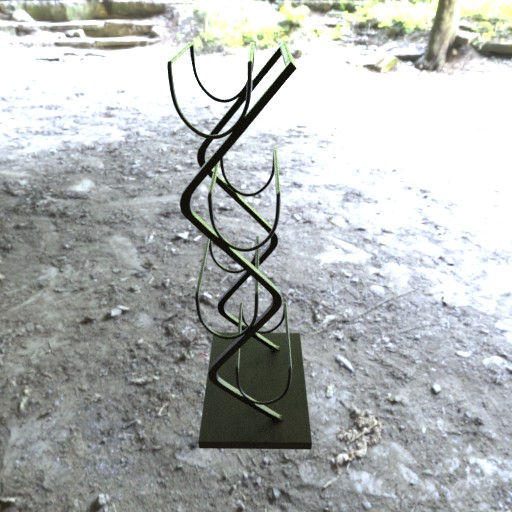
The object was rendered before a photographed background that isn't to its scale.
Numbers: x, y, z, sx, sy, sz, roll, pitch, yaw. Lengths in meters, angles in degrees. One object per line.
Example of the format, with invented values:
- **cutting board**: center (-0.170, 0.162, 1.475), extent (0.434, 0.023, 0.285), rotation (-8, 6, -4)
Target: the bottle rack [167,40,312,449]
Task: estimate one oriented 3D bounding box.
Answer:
- **bottle rack**: center (0.000, 0.000, 0.657), extent (0.178, 0.559, 0.254), rotation (0, 32, 1)
